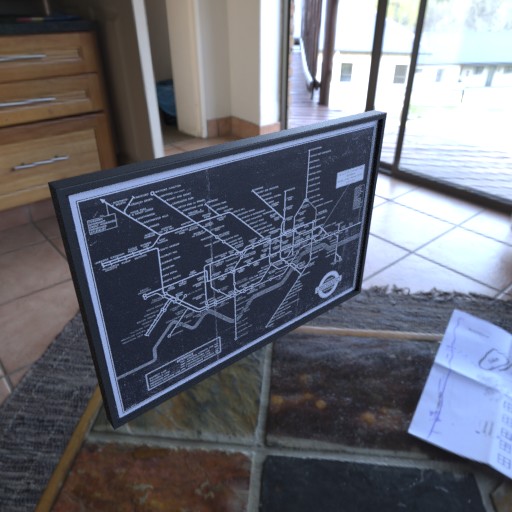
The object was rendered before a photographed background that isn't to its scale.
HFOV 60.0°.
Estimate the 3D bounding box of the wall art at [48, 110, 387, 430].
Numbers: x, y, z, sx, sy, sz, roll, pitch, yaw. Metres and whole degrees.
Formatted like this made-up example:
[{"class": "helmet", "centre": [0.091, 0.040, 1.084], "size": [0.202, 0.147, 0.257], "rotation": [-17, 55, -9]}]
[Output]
[{"class": "wall art", "centre": [0.000, 0.000, 0.570], "size": [0.443, 0.301, 0.021], "rotation": [-22, 37, -33]}]
